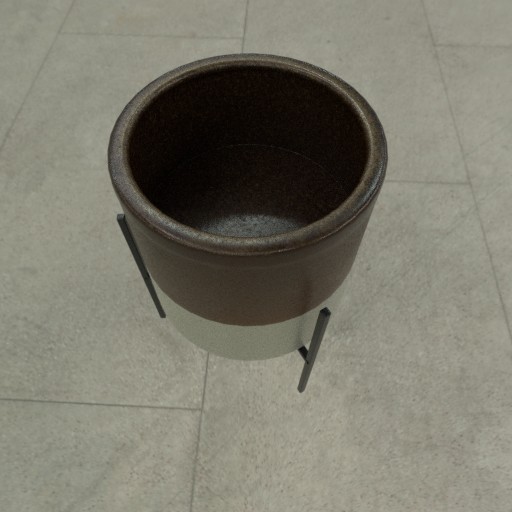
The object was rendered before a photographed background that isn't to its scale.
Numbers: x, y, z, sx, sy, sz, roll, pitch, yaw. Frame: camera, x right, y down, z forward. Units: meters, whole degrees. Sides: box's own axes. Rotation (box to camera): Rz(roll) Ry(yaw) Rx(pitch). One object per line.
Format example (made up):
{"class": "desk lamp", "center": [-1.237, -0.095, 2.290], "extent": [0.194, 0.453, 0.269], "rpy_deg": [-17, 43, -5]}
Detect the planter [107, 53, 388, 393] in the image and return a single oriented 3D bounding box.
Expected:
{"class": "planter", "center": [0.000, 0.000, 0.544], "extent": [0.255, 0.375, 0.269], "rpy_deg": [-28, 62, -16]}
